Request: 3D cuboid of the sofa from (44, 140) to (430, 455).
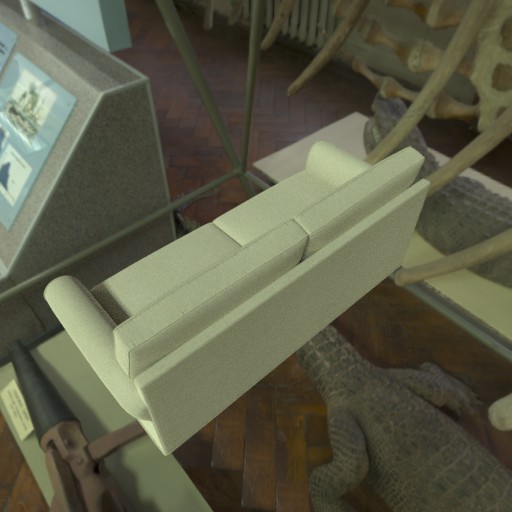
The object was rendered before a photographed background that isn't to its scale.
[{"bbox_3d":[0.000,0.000,2.610,2.146,0.962,0.901,-33,54,-27],"label":"sofa"}]
